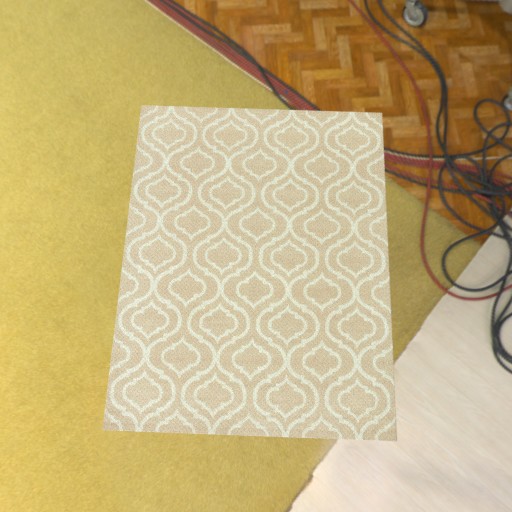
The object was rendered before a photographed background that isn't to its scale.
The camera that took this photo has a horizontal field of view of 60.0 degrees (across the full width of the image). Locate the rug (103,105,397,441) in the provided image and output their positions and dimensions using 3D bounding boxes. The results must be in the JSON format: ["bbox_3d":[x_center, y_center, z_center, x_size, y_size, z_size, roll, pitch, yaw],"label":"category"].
[{"bbox_3d":[0.000,0.000,3.824,2.286,0.013,2.894,2,75,1],"label":"rug"}]
